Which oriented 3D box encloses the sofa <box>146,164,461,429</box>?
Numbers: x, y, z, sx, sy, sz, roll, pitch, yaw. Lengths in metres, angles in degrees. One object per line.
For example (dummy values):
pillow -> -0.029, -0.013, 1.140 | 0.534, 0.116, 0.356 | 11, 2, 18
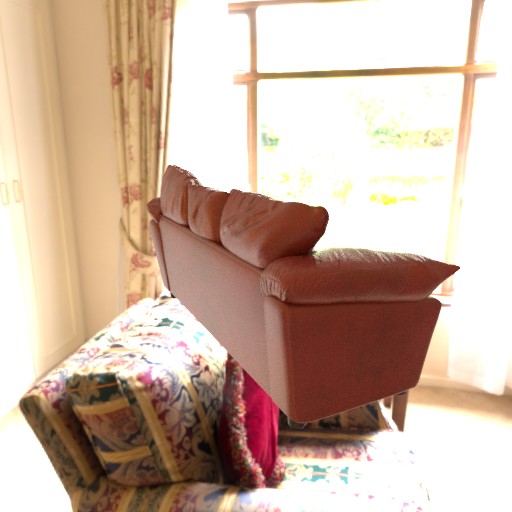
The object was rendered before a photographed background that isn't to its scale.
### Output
sofa -> 0.000, 0.000, 2.871 | 0.907, 1.091, 2.390 | -7, 16, -26
